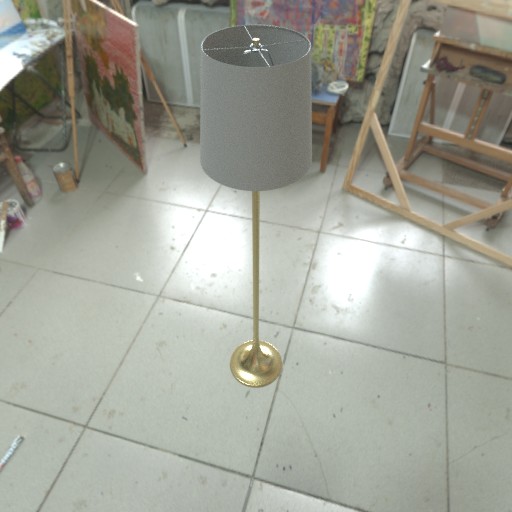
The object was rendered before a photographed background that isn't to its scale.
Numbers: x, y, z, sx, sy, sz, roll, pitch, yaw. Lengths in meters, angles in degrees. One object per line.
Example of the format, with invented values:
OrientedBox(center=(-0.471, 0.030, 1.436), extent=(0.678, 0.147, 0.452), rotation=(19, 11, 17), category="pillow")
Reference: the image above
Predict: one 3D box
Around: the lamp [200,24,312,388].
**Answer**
OrientedBox(center=(0.000, 0.000, 1.651), extent=(0.337, 1.543, 0.337), rotation=(0, 46, 0), category="lamp")
